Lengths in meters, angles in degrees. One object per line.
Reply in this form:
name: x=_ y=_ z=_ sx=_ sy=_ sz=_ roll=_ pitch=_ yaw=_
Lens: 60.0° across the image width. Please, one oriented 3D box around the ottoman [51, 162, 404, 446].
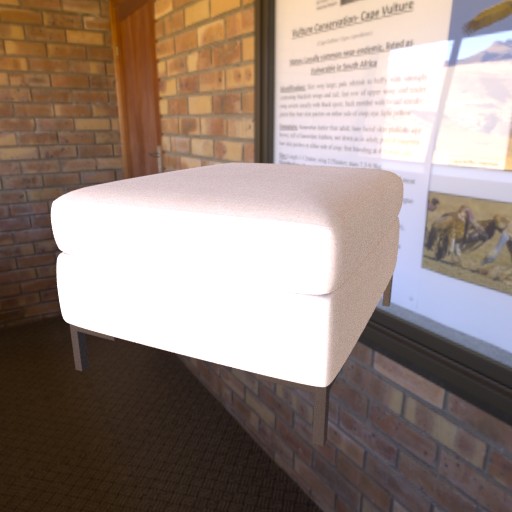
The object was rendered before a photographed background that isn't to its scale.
ottoman: x=0.000 y=0.000 z=1.198 sx=0.657 sy=0.453 sz=0.794 roll=8 pitch=19 yaw=24
